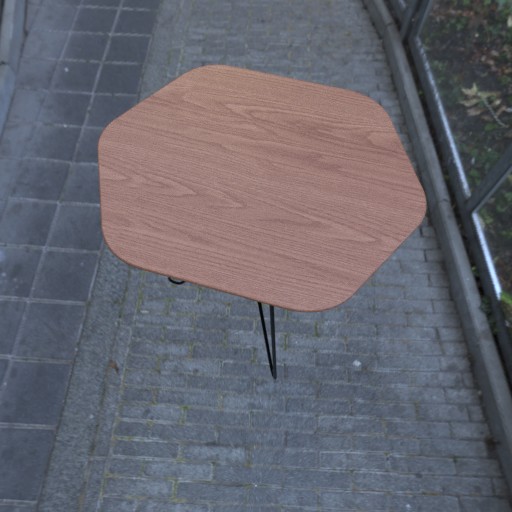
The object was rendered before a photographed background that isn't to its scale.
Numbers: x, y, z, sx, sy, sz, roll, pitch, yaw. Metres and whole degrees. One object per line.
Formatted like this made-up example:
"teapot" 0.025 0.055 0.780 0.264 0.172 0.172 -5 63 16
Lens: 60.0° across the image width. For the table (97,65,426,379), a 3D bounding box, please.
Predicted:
"table" 0.000 0.000 0.904 0.500 0.562 0.400 15 64 7
